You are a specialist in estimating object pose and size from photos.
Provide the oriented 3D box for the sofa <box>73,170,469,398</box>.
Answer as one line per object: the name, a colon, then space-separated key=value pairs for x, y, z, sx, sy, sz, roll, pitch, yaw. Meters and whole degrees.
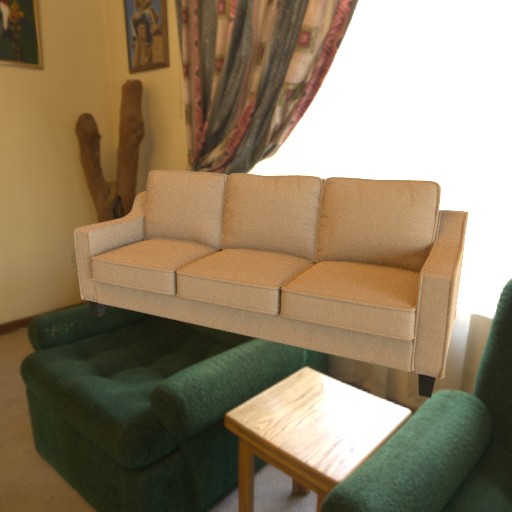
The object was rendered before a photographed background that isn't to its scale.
sofa: x=0.000 y=0.000 z=2.548 sx=2.131 sy=0.902 sz=0.791 roll=7 pitch=16 yaw=26
